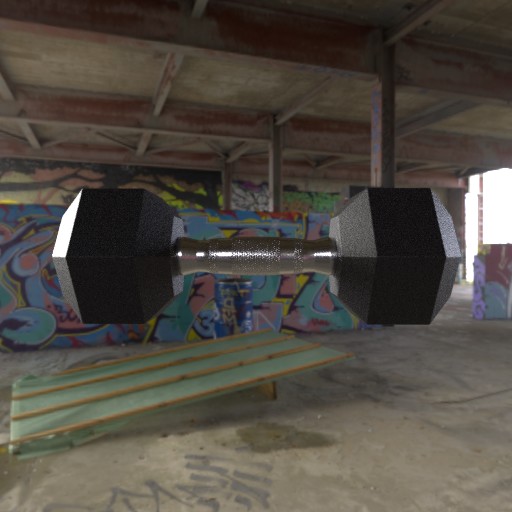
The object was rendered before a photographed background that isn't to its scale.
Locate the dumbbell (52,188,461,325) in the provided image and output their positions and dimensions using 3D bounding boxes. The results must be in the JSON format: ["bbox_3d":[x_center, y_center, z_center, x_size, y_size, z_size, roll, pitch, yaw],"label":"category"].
[{"bbox_3d":[0.000,0.000,0.357,0.297,0.101,0.116,0,1,1],"label":"dumbbell"}]
